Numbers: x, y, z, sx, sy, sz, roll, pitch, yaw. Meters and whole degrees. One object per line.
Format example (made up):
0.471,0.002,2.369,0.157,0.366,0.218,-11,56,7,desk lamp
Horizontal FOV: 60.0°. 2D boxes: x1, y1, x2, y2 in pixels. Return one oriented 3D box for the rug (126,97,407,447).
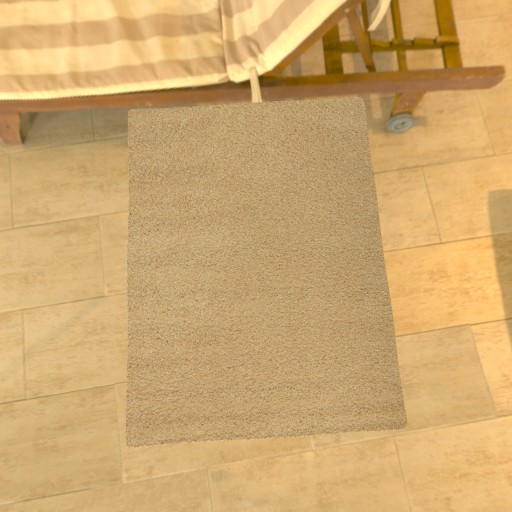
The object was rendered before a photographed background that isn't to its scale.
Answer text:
0.000,0.000,2.073,1.199,0.025,1.600,-3,76,-1,rug
